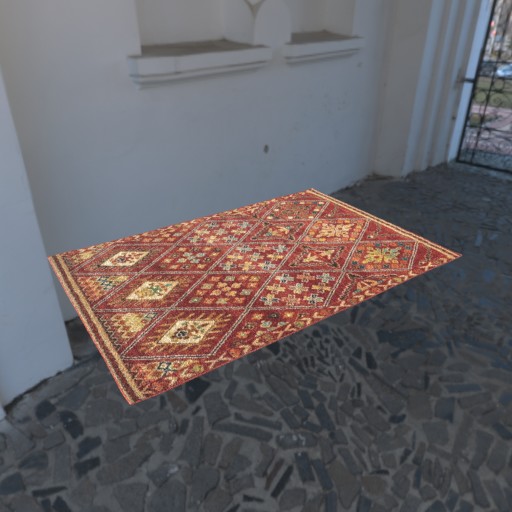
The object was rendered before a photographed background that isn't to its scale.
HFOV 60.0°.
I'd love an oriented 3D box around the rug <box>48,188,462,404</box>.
[{"bbox_3d":[0.000,0.000,2.922,2.286,0.026,1.521,-18,34,-30],"label":"rug"}]
